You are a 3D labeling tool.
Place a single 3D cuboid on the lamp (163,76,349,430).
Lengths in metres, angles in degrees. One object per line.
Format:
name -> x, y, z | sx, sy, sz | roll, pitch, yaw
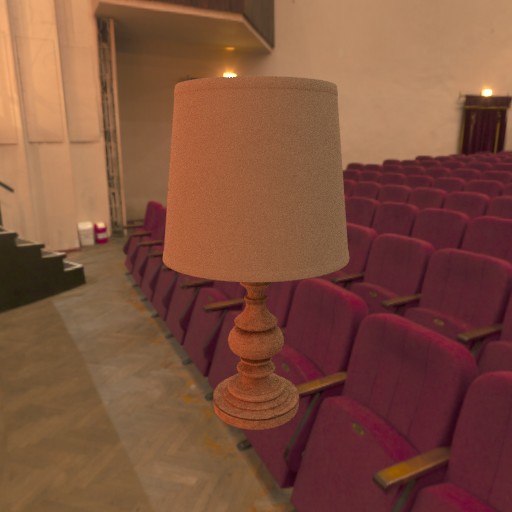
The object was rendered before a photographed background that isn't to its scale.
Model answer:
lamp -> 0.000, 0.000, 0.662 | 0.273, 0.497, 0.273 | 0, 14, 0
